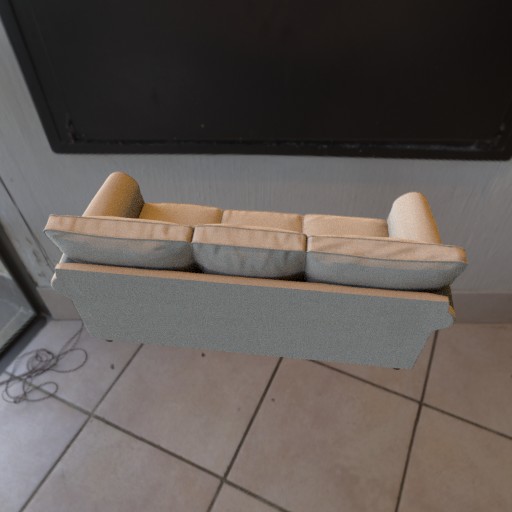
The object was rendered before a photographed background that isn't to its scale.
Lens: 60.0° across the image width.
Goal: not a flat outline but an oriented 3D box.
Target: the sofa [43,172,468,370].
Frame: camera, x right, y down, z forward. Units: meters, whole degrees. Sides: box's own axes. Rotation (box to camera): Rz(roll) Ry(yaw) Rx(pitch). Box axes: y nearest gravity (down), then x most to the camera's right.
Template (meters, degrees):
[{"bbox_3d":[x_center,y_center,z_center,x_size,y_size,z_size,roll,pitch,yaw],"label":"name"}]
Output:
[{"bbox_3d":[0.000,0.000,2.644,2.084,0.961,0.916,5,47,4],"label":"sofa"}]
